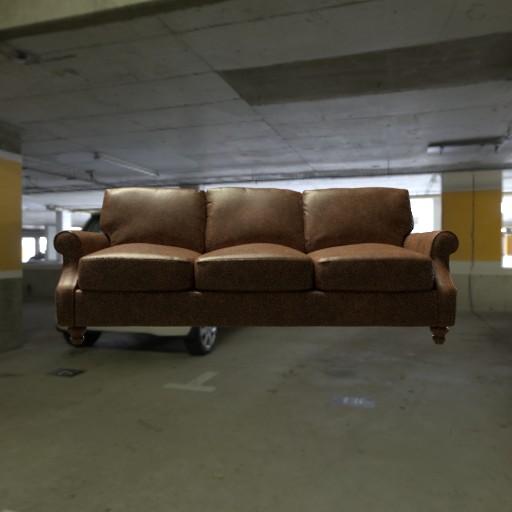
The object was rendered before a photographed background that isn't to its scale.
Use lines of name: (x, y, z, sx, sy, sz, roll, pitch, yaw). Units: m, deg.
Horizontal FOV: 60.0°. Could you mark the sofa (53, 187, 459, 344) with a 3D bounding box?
sofa: (0.000, 0.000, 2.880, 2.351, 0.977, 0.973, 0, 1, 0)
